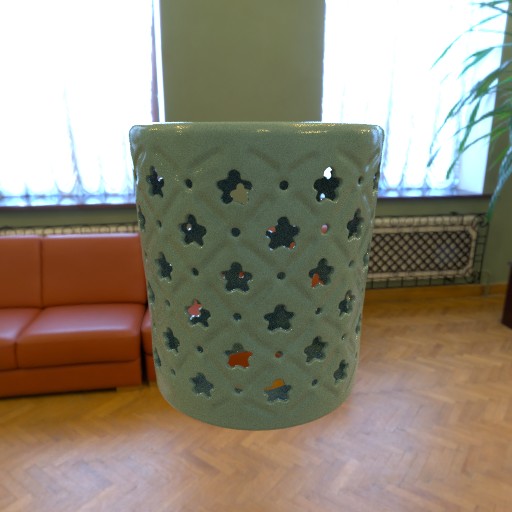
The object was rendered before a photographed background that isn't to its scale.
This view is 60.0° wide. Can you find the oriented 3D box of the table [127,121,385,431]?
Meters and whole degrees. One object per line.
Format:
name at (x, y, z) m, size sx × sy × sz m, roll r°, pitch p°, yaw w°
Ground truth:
table at (0.000, 0.000, 0.671) m, size 0.352 × 0.387 × 0.352 m, roll 0°, pitch 16°, yaw 0°
